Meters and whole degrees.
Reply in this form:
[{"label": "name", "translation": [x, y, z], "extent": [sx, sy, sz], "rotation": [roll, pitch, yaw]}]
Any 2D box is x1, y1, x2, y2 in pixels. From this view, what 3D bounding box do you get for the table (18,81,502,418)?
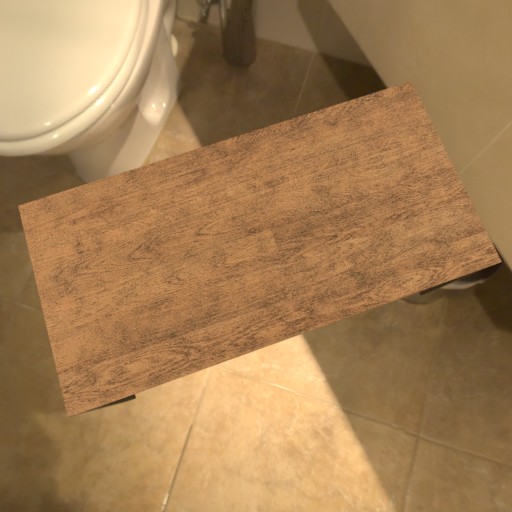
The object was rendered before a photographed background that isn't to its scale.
[{"label": "table", "translation": [0.000, 0.000, 2.204], "extent": [1.805, 0.767, 0.893], "rotation": [-19, 77, -5]}]
